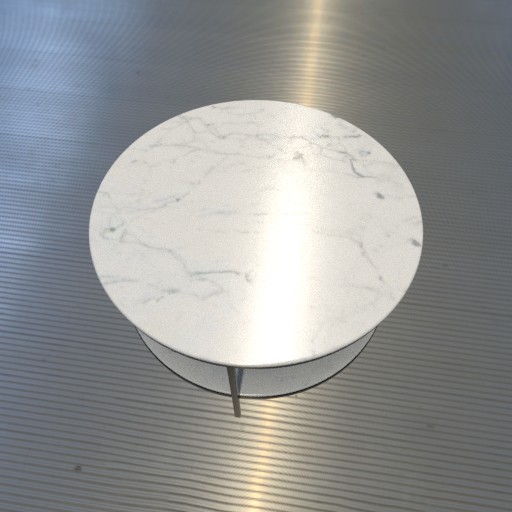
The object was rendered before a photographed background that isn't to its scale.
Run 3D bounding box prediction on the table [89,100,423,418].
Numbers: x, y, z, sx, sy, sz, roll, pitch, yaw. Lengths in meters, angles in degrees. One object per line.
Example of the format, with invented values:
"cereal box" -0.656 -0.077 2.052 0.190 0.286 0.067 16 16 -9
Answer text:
"table" 0.000 0.000 1.269 0.800 0.450 0.800 0 57 0
